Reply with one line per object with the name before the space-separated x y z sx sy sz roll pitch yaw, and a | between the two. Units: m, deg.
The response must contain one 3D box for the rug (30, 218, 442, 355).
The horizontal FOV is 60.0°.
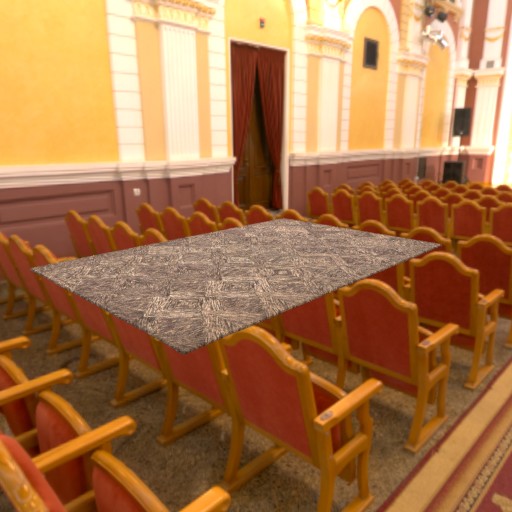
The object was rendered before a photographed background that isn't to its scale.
rug | 0.000 0.000 2.278 1.189 0.011 1.808 14 21 42
